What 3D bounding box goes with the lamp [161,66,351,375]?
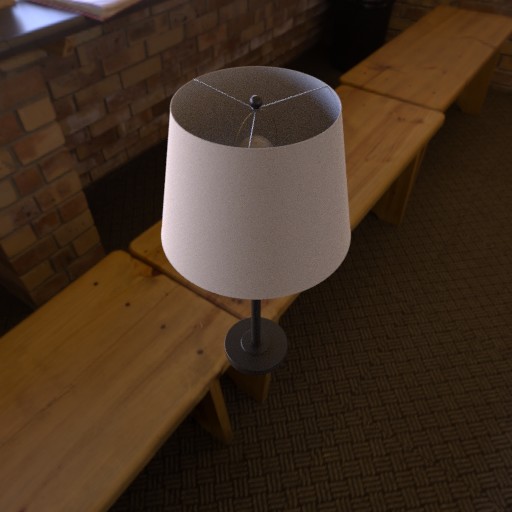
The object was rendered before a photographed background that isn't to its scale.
[{"bbox_3d":[0.000,0.000,0.919,0.363,0.696,0.363,0,46,0],"label":"lamp"}]
